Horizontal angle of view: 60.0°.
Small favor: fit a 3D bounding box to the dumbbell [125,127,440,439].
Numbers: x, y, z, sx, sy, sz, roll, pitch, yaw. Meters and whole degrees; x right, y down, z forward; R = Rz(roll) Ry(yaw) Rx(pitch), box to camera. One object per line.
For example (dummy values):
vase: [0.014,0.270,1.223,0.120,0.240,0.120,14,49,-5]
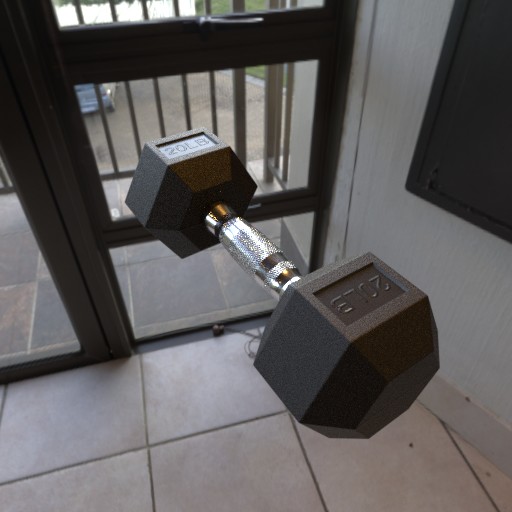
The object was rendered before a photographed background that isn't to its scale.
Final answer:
dumbbell: [0.000,0.000,0.318,0.106,0.092,0.272,-24,47,-25]
